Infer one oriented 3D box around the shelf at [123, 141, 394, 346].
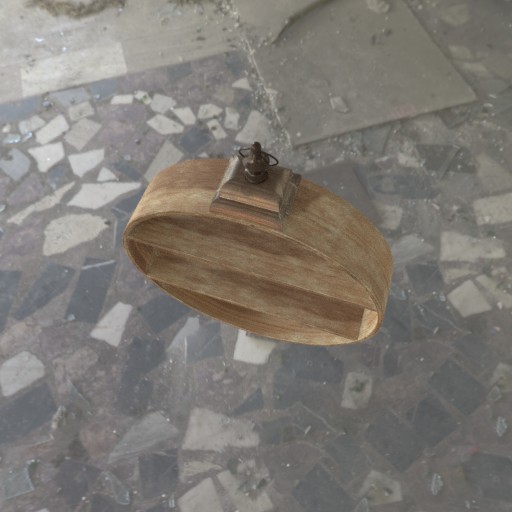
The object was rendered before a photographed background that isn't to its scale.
[{"bbox_3d":[0.000,0.000,0.980,0.601,0.725,0.125,16,64,8],"label":"shelf"}]
